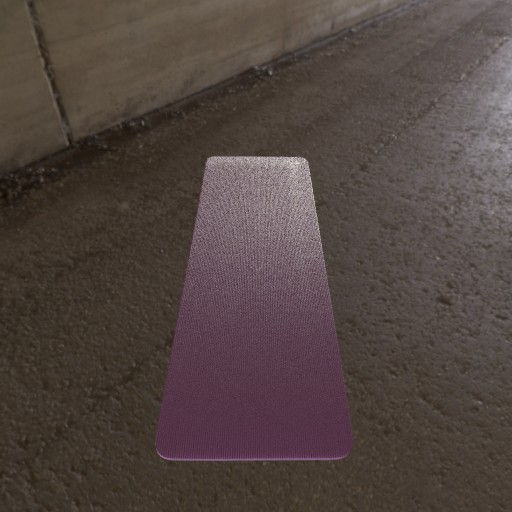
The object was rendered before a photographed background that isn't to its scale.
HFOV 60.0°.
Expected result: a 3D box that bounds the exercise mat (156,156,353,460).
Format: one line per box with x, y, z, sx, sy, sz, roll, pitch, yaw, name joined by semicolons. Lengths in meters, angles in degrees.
0.000;0.000;2.040;0.616;0.021;1.869;0;41;0;exercise mat
